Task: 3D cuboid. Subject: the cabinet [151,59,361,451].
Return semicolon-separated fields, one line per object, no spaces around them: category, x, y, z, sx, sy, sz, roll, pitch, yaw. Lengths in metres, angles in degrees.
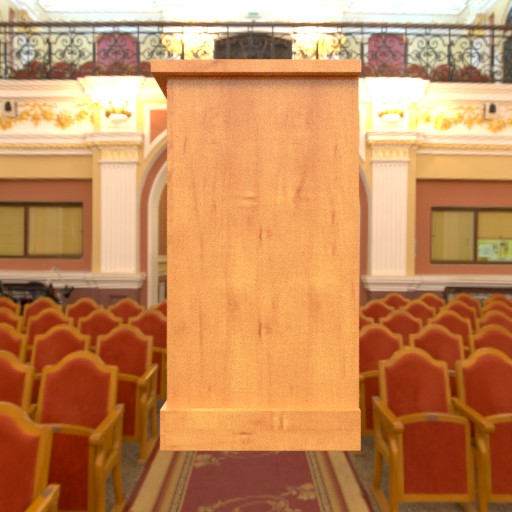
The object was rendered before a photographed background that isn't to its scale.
cabinet;0.000;0.000;1.407;0.450;0.840;0.920;0;0;0
